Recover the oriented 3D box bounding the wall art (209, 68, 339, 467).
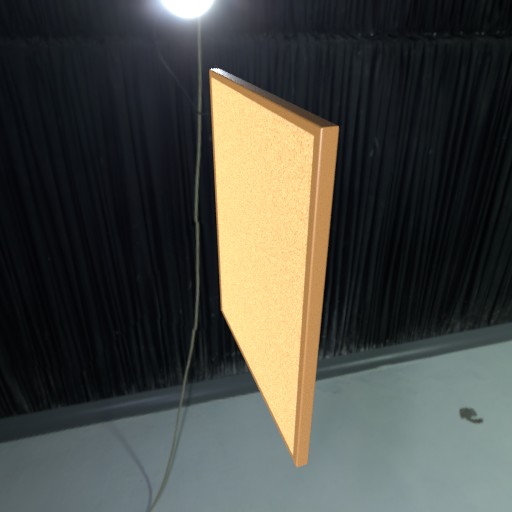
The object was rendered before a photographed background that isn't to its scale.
[{"bbox_3d":[0.000,0.000,0.531,0.015,0.379,0.310,-10,32,-17],"label":"wall art"}]
